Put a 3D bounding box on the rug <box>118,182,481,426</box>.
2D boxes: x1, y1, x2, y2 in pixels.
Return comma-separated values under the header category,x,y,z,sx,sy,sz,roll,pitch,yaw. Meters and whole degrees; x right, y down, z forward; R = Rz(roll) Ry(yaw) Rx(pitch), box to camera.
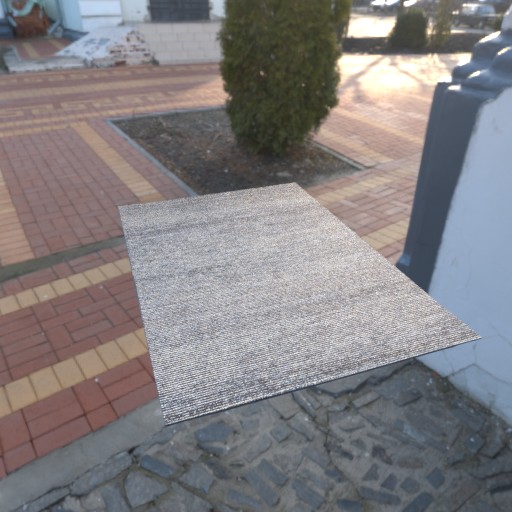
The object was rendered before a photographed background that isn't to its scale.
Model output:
category,x,y,z,sx,sy,sz,roll,pitch,yaw
rug,0.000,0.000,2.982,1.624,0.030,2.349,-10,32,-17
